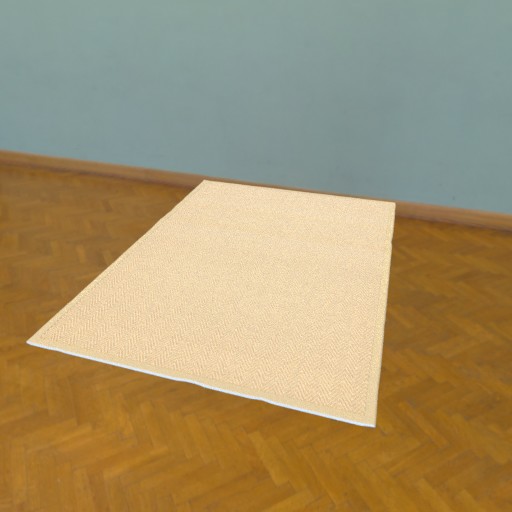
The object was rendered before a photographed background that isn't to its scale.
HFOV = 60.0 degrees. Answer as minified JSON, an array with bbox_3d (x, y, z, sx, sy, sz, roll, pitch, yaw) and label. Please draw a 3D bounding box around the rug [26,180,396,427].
[{"bbox_3d":[0.000,0.000,4.692,2.734,0.037,3.659,9,32,15],"label":"rug"}]
